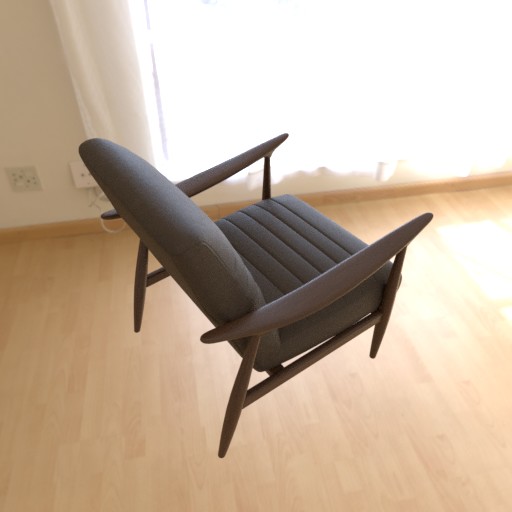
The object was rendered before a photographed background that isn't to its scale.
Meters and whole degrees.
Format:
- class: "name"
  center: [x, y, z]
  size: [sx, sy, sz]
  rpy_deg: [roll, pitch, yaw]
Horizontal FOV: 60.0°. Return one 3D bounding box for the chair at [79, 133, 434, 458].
- class: "chair"
  center: [0.000, 0.000, 1.443]
  size: [0.798, 0.831, 0.741]
  rpy_deg: [-26, 47, -27]
